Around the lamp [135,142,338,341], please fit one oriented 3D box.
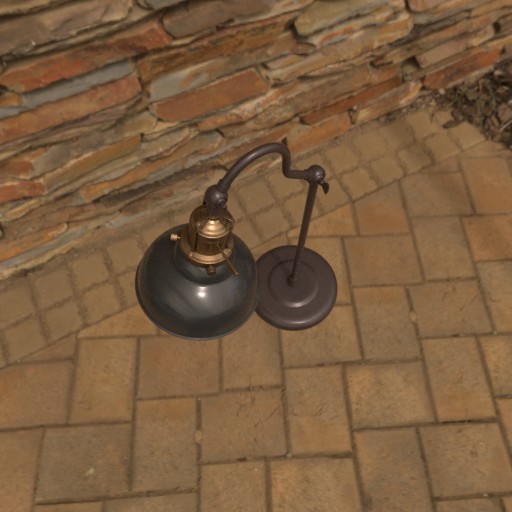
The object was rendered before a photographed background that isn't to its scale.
[{"bbox_3d":[0.000,0.000,0.692,0.374,0.508,0.192,-30,68,-14],"label":"lamp"}]
